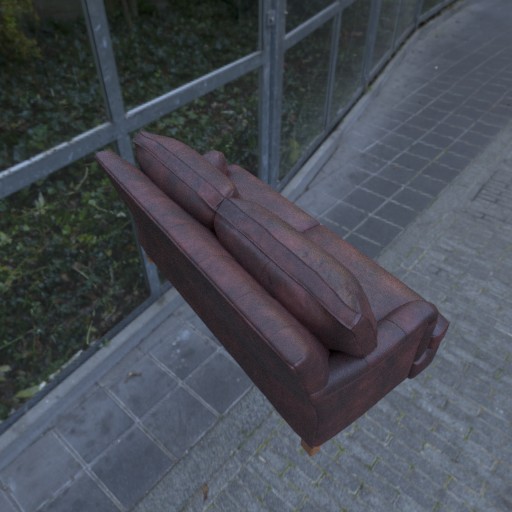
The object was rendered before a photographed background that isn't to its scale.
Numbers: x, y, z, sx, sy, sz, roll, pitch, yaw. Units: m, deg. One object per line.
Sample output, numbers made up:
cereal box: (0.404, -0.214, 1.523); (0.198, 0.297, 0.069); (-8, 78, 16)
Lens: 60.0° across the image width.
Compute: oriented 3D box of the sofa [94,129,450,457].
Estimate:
sofa: (0.000, 0.000, 2.795); (1.147, 1.071, 2.144); (-26, 47, -26)
